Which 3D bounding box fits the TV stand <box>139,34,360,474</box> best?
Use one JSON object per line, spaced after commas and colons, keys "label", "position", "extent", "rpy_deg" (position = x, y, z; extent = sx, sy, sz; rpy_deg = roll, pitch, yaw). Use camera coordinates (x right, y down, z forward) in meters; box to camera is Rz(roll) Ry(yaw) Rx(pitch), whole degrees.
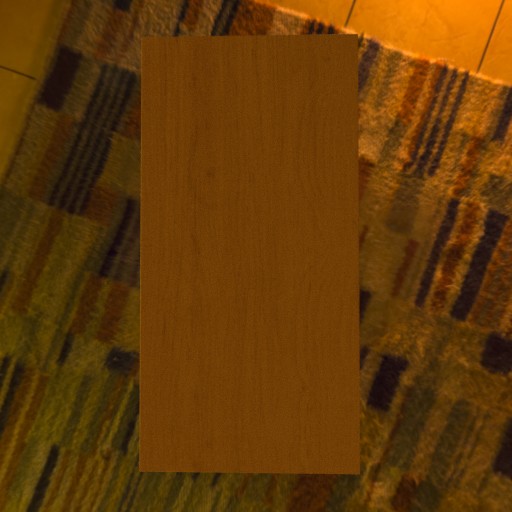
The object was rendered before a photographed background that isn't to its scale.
{"label": "TV stand", "position": [0.000, 0.000, 1.255], "extent": [0.430, 0.787, 0.851], "rpy_deg": [0, 89, 2]}
